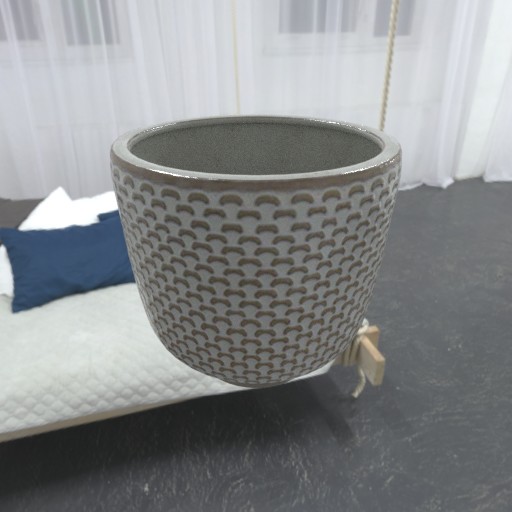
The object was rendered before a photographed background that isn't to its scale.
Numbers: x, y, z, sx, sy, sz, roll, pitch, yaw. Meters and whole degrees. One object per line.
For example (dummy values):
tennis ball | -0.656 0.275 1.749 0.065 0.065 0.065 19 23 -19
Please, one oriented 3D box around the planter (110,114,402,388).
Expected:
planter | 0.000 0.000 0.245 0.139 0.130 0.139 0 27 0
